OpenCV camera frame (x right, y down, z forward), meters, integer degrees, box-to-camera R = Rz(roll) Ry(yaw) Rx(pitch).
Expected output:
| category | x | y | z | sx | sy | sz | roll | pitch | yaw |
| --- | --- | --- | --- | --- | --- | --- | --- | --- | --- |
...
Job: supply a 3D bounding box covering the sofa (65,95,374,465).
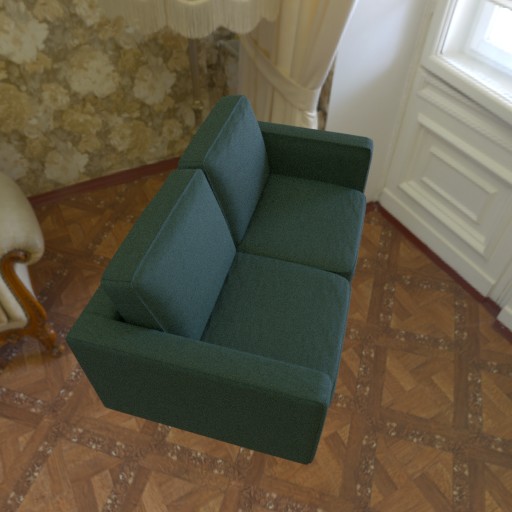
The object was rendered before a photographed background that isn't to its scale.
| category | x | y | z | sx | sy | sz | roll | pitch | yaw |
| --- | --- | --- | --- | --- | --- | --- | --- | --- | --- |
| sofa | 0.000 | 0.000 | 1.969 | 0.879 | 0.899 | 1.430 | 12 | 49 | 10 |
